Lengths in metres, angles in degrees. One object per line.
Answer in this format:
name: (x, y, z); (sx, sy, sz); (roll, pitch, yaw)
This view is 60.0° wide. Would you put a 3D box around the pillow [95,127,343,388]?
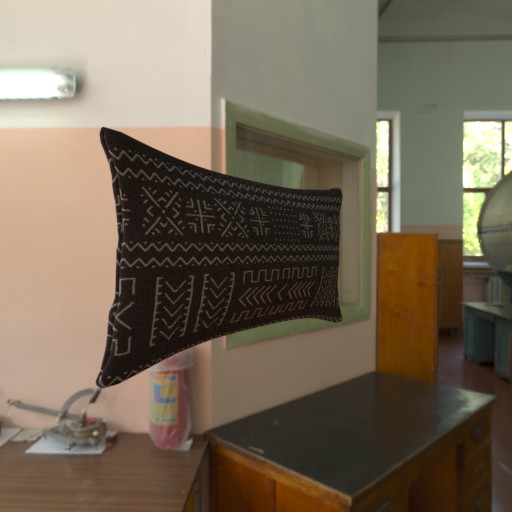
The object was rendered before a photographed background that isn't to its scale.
pillow: (0.000, 0.000, 0.805); (0.135, 0.322, 0.667); (0, 1, 36)
